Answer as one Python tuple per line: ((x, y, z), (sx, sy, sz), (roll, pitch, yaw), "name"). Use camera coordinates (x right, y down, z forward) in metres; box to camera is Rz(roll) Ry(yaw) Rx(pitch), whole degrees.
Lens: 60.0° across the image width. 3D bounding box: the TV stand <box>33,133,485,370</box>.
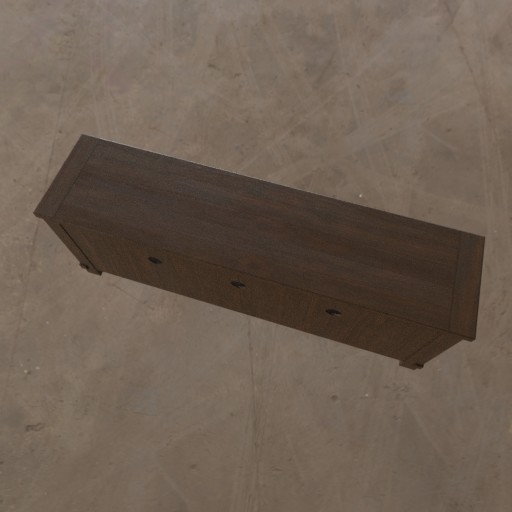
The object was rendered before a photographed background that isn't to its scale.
((0.000, 0.000, 2.151), (1.866, 0.615, 0.471), (16, 65, 8), "TV stand")
